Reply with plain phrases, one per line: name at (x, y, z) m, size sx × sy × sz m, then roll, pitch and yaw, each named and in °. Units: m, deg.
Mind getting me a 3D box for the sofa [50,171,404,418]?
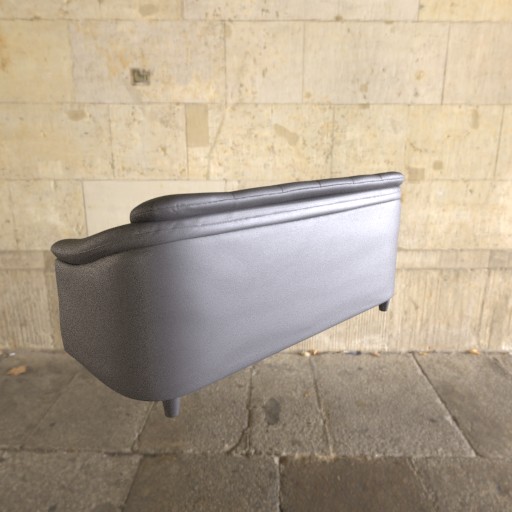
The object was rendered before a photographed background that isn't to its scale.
sofa at (0.000, 0.000, 2.237) m, size 1.829 × 0.811 × 0.800 m, roll -14°, pitch 21°, yaw -42°
